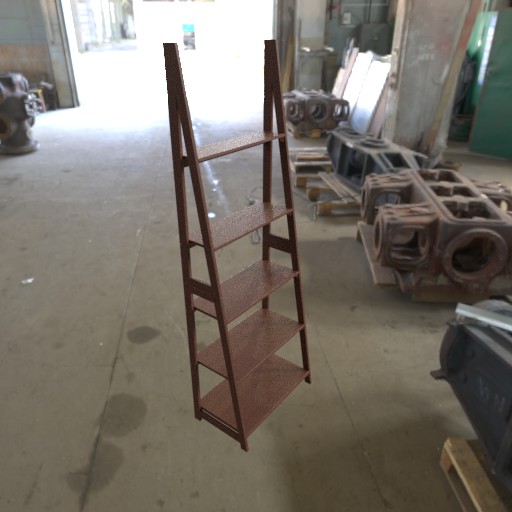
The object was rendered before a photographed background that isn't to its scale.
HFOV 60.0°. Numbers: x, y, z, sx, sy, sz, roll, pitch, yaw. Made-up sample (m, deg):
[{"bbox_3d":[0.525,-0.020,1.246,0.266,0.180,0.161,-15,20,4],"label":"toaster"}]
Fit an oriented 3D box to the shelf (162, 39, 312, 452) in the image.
[{"bbox_3d":[0.000,0.000,2.029,0.350,1.770,0.600,19,33,33],"label":"shelf"}]
